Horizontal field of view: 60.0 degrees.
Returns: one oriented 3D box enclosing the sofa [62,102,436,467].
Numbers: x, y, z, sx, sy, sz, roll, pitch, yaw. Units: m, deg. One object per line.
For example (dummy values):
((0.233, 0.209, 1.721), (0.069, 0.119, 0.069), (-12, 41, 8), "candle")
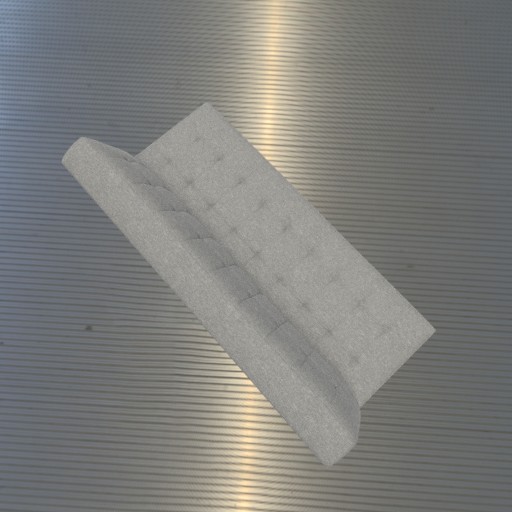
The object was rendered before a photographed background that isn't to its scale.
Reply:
((0.000, 0.000, 2.287), (0.860, 0.810, 1.800), (-41, 79, -10), "sofa")
